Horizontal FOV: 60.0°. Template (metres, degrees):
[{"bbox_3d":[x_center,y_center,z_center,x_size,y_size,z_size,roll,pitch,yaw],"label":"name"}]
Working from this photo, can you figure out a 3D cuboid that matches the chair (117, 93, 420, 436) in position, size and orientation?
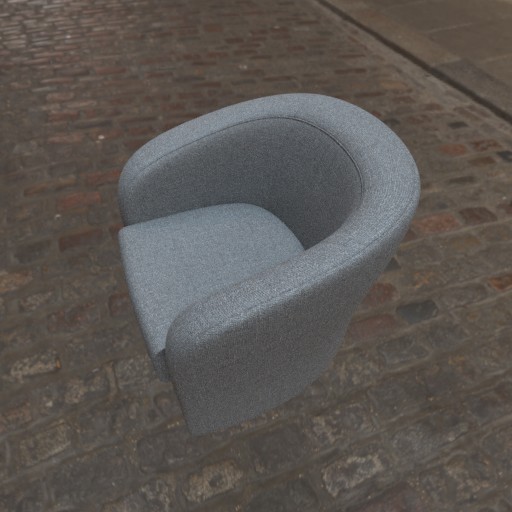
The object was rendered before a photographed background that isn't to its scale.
[{"bbox_3d":[0.000,0.000,1.417,0.815,0.771,0.791,-17,49,-15],"label":"chair"}]
